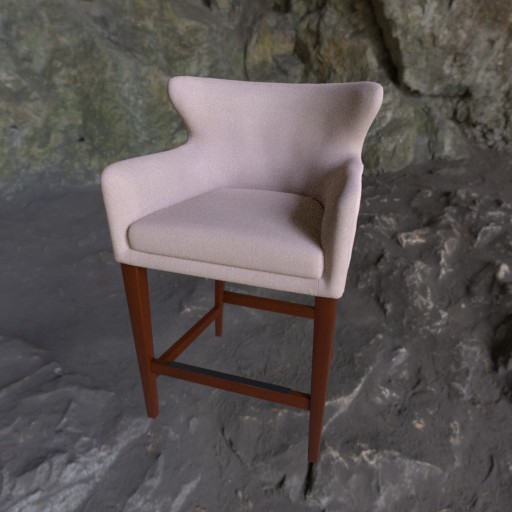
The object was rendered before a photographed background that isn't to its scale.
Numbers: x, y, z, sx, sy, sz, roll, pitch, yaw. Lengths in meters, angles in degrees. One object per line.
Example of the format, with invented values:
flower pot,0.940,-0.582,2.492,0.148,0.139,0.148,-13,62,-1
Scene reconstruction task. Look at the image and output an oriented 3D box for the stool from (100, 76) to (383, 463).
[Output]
stool,0.000,0.000,1.307,0.601,0.951,0.570,8,28,16
